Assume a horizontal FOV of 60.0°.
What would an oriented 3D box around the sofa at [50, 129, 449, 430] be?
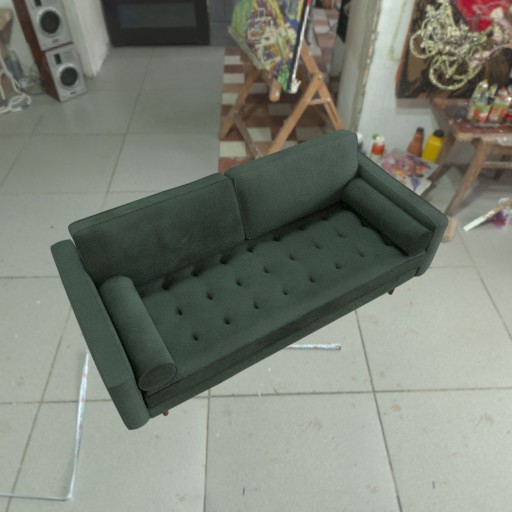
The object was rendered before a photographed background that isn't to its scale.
[{"bbox_3d":[0.000,0.000,2.386,1.880,0.772,0.916,-24,51,-21],"label":"sofa"}]
